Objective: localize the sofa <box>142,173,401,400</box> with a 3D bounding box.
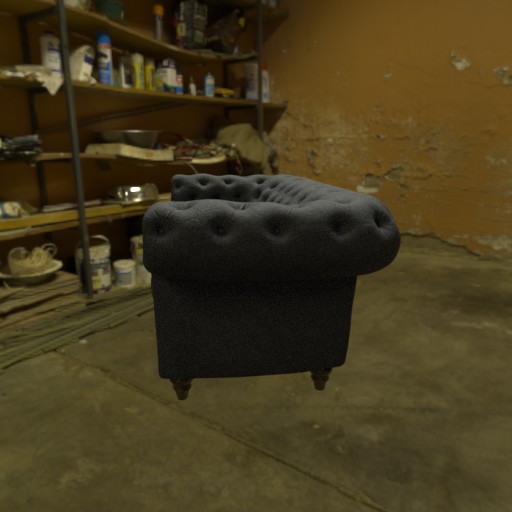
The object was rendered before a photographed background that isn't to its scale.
[{"bbox_3d":[0.000,0.000,2.514,1.082,0.833,1.988,-2,14,-7],"label":"sofa"}]
